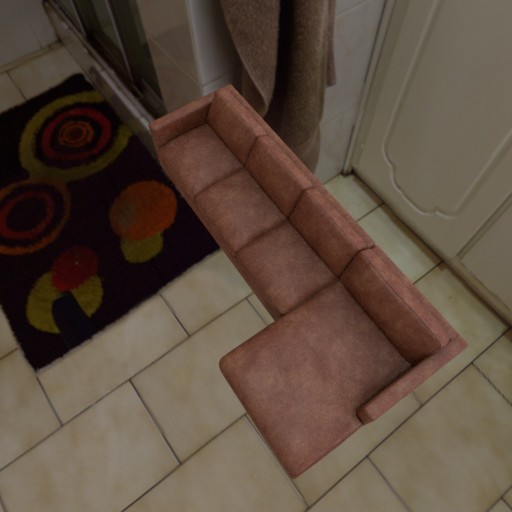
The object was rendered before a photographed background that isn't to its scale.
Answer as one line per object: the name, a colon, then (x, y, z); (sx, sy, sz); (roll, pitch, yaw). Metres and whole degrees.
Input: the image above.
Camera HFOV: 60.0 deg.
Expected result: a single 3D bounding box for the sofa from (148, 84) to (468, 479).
sofa: (0.000, 0.000, 3.875); (1.581, 0.883, 3.203); (-32, 68, -15)
